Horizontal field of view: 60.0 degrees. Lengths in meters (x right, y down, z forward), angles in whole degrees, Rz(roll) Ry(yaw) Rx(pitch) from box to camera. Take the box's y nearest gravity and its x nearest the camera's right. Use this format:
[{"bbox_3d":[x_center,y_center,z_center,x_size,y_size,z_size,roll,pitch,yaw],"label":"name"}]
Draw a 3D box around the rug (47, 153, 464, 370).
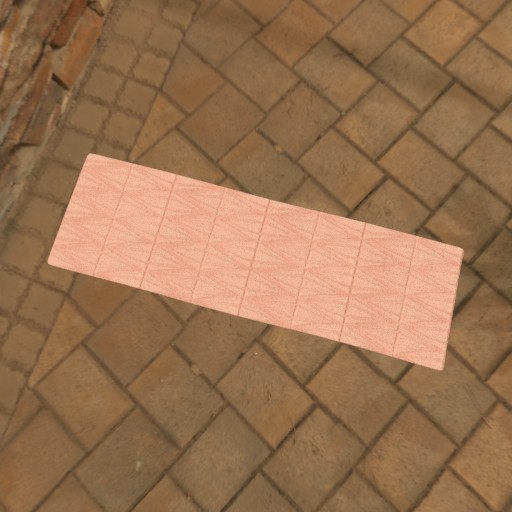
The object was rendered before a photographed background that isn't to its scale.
[{"bbox_3d":[0.000,0.000,2.699,2.435,0.015,0.760,15,78,3],"label":"rug"}]
